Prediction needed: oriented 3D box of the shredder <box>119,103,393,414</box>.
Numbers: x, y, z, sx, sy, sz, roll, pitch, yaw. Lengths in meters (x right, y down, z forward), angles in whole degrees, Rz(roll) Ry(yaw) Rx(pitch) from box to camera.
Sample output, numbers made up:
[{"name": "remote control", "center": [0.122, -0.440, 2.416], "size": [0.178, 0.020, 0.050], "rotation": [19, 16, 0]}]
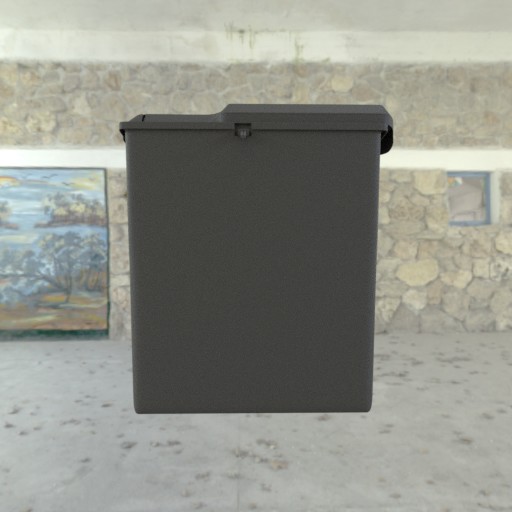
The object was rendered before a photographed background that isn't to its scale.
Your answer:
[{"name": "shredder", "center": [0.000, 0.000, 0.521], "size": [0.320, 0.335, 0.170], "rotation": [0, 0, -1]}]
